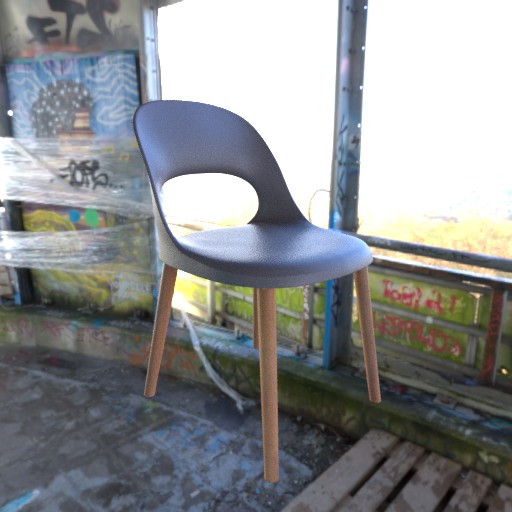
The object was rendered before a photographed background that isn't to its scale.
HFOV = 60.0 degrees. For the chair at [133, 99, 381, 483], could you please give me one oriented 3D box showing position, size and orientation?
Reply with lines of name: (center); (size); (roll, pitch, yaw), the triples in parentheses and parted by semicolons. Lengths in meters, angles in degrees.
chair: (0.000, 0.000, 1.138); (0.470, 0.795, 0.556); (-13, 19, -43)
